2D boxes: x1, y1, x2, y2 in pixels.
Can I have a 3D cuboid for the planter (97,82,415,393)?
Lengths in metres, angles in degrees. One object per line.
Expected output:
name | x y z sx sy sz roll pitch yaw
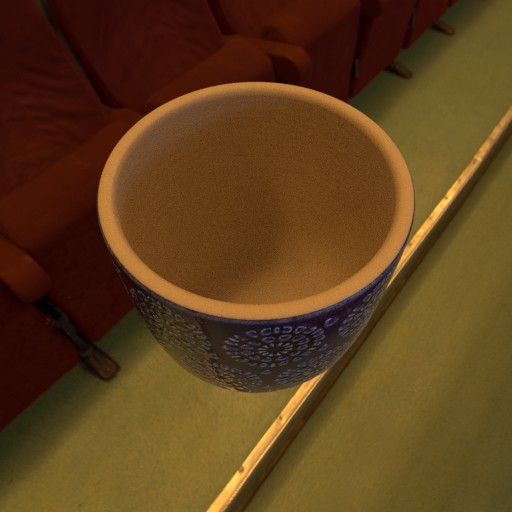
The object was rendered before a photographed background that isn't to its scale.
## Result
planter | 0.000 0.000 0.291 0.165 0.149 0.165 0 57 0
